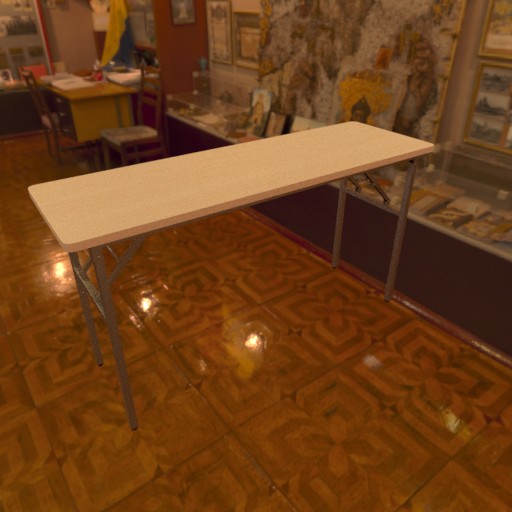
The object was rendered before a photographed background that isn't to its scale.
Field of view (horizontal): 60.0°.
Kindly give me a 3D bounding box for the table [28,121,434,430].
[{"bbox_3d":[0.000,0.000,1.727,1.397,0.750,0.446,-19,36,-29],"label":"table"}]
